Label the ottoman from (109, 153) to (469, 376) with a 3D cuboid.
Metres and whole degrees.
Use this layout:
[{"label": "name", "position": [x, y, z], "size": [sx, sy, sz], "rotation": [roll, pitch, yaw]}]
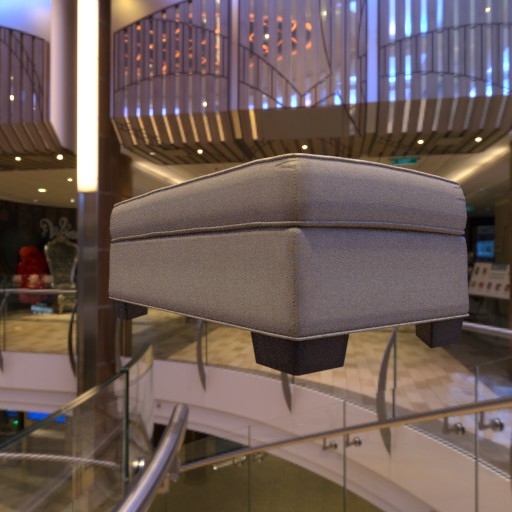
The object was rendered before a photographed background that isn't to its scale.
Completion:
[{"label": "ottoman", "position": [0.000, 0.000, 1.431], "size": [0.617, 0.461, 1.097], "rotation": [0, 0, -36]}]
